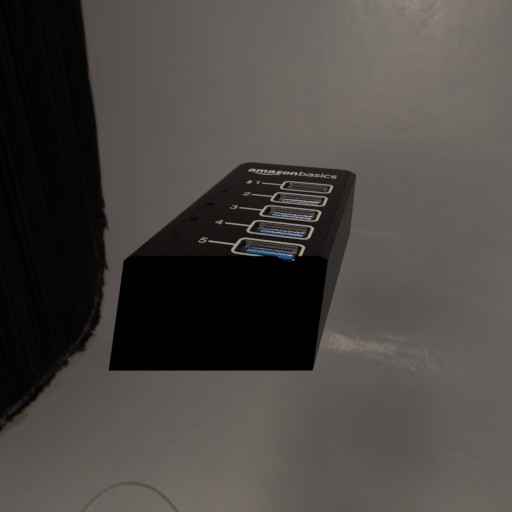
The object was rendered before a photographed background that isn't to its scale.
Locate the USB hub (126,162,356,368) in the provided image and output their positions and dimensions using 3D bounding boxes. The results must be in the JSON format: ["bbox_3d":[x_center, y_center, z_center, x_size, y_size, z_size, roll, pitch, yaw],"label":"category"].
[{"bbox_3d":[0.000,0.000,0.125,0.044,0.023,0.110,8,28,15],"label":"USB hub"}]
